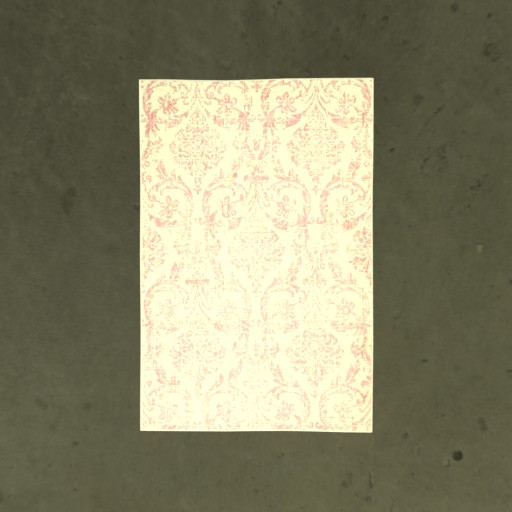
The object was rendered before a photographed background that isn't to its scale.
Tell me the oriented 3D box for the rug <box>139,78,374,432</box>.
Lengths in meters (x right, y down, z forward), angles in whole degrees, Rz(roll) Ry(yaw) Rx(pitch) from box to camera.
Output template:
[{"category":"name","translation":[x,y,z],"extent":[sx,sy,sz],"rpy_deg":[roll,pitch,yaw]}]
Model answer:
[{"category":"rug","translation":[0.000,0.000,3.449],"extent":[1.819,0.018,2.746],"rpy_deg":[0,91,1]}]
